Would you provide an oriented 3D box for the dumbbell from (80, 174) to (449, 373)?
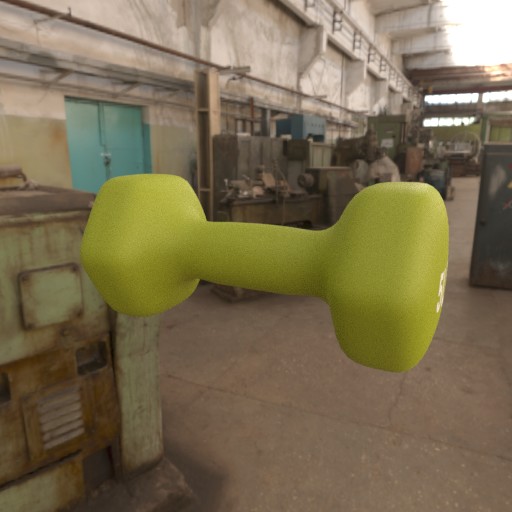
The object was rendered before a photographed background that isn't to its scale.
[{"bbox_3d":[0.000,0.000,0.208,0.164,0.072,0.080,7,15,27],"label":"dumbbell"}]
